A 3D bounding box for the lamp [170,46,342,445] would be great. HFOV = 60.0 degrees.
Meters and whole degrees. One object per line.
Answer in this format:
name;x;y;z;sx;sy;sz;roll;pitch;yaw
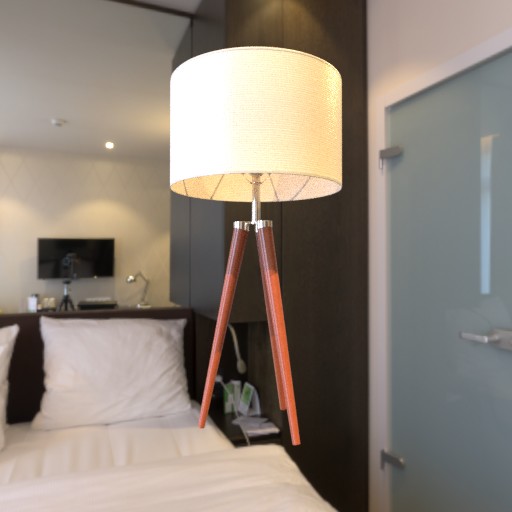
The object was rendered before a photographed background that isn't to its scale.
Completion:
lamp;0.000;0.000;0.927;0.355;0.709;0.354;-1;-1;37
